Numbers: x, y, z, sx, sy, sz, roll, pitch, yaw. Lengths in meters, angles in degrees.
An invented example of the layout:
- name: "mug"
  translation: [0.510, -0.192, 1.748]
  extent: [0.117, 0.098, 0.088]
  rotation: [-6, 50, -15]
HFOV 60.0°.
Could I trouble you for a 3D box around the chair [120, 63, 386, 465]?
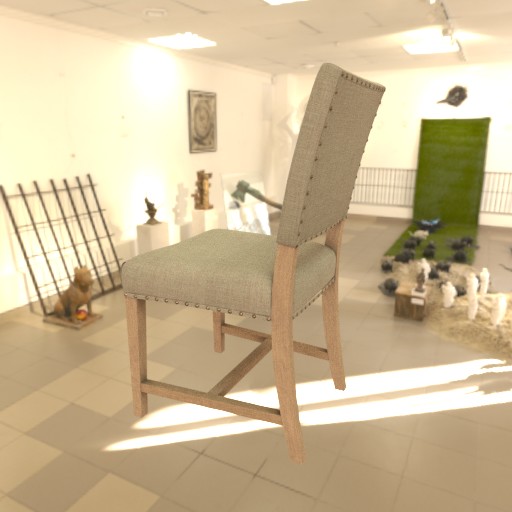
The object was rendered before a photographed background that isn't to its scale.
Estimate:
- name: "chair"
  translation: [0.000, 0.000, 1.328]
  extent: [0.622, 0.986, 0.508]
  rotation: [8, 18, 26]
